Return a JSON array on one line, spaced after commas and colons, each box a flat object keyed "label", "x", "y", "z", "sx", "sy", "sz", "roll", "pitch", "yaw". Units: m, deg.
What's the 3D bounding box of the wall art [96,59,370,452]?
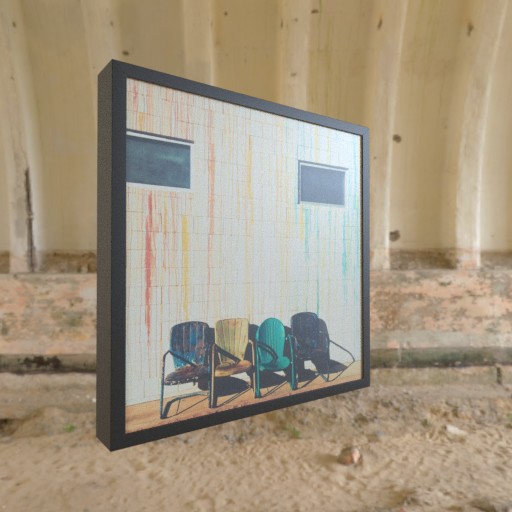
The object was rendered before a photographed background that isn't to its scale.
[{"label": "wall art", "x": 0.000, "y": 0.000, "z": 0.446, "sx": 0.304, "sy": 0.304, "sz": 0.038, "roll": 1, "pitch": -1, "yaw": -36}]
